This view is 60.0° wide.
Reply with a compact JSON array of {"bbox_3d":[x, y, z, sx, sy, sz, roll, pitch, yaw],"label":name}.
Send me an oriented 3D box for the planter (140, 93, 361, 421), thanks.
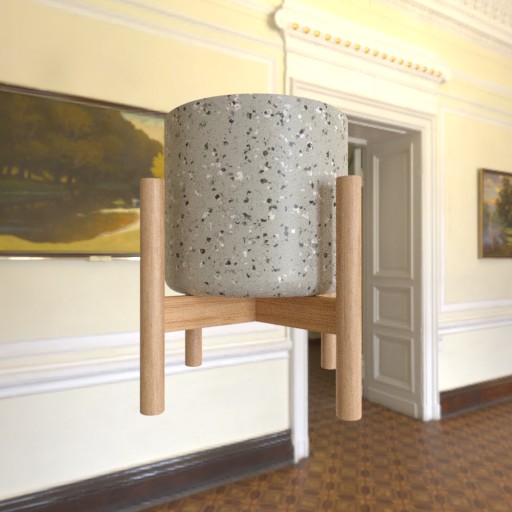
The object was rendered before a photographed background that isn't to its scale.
[{"bbox_3d":[0.000,0.000,0.547,0.284,0.320,0.284,0,0,-18],"label":"planter"}]
